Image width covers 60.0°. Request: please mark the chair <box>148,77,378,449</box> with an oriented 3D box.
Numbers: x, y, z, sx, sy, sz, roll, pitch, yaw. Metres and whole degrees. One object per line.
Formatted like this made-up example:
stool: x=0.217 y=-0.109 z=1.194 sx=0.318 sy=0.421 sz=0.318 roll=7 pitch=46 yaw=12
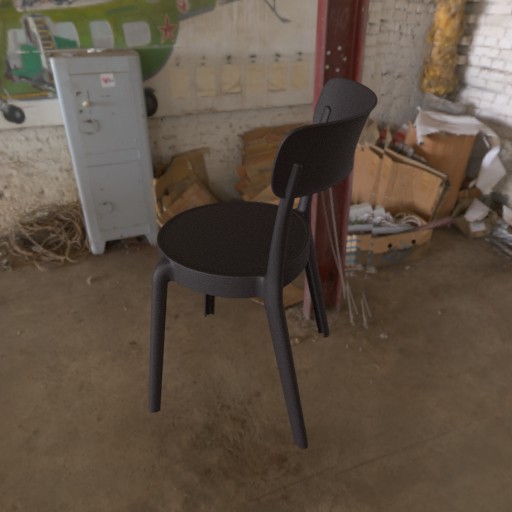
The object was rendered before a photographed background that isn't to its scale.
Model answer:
chair: x=0.000 y=0.000 z=1.119 sx=0.491 sy=0.790 sz=0.506 roll=8 pitch=32 yaw=13
